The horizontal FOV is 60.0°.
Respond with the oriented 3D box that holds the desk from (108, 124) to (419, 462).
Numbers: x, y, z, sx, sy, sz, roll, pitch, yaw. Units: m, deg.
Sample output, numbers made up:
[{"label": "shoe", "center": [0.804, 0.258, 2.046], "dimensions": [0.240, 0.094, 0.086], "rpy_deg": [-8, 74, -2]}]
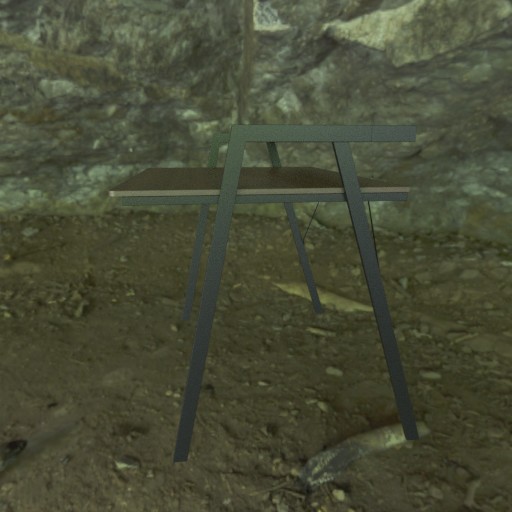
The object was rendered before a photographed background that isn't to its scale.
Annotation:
[{"label": "desk", "center": [0.000, 0.000, 1.831], "dimensions": [0.936, 0.998, 1.143], "rpy_deg": [-2, 14, -8]}]
